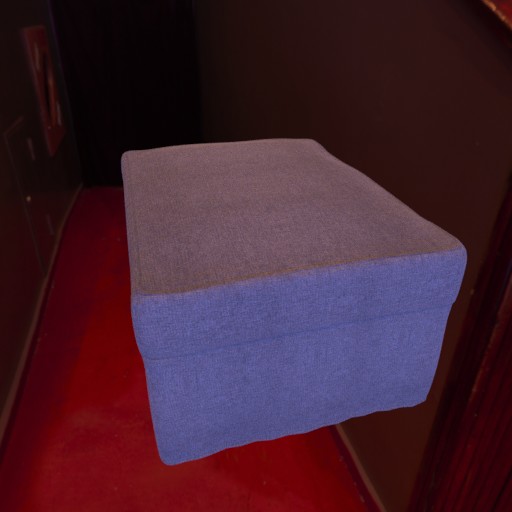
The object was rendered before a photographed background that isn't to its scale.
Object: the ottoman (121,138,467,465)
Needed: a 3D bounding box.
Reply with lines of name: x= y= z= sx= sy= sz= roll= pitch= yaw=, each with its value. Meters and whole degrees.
ottoman: x=0.000 y=0.000 z=1.213 sx=0.652 sy=0.492 sz=0.833 roll=-8 pitch=31 yaw=-14
